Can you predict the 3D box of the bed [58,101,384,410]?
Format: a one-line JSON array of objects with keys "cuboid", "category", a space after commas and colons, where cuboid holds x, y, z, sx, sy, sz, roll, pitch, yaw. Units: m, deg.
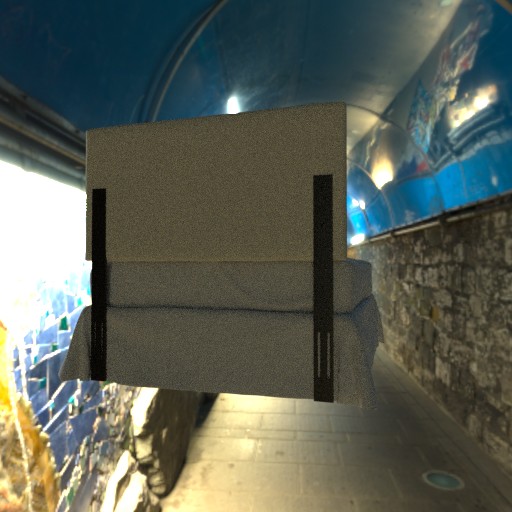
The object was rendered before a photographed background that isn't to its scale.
[{"cuboid": [0.000, 0.000, 3.507, 1.936, 1.577, 2.222, 0, -1, 18], "category": "bed"}]
